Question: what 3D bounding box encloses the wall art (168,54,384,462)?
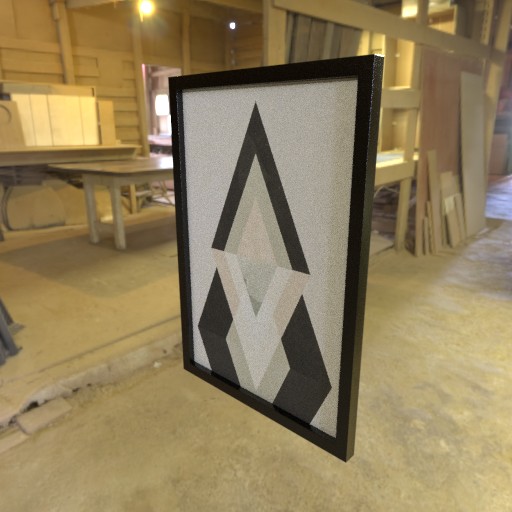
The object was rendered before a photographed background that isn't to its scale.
[{"bbox_3d":[0.000,0.000,0.580,0.314,0.455,0.019,15,22,41],"label":"wall art"}]
